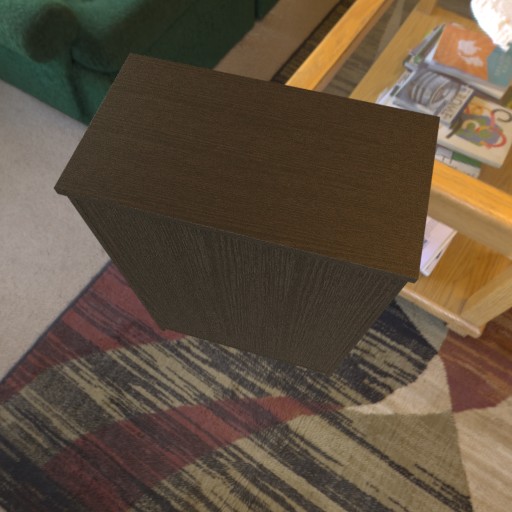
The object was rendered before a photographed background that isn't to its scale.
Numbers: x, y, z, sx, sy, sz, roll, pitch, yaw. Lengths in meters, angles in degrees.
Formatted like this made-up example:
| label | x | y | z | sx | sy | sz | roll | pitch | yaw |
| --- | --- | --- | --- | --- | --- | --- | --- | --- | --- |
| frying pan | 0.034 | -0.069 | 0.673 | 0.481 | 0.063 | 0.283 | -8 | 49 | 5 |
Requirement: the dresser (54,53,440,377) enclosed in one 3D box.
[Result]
| label | x | y | z | sx | sy | sz | roll | pitch | yaw |
| --- | --- | --- | --- | --- | --- | --- | --- | --- | --- |
| dresser | 0.000 | 0.000 | 1.360 | 0.704 | 1.020 | 0.399 | 14 | 65 | 7 |
